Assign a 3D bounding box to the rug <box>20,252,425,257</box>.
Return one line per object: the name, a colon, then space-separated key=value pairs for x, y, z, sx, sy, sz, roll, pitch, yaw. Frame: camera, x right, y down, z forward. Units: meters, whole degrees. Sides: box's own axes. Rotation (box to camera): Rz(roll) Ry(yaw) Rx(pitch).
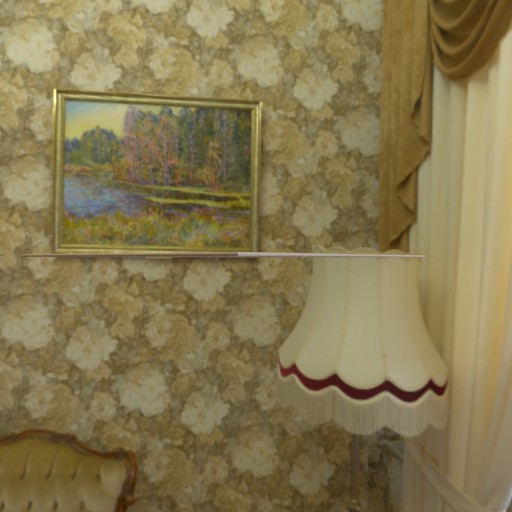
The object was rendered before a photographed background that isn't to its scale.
rug: x=0.000 y=0.000 z=2.897 sx=1.528 sy=0.014 sz=2.294 roll=0 pitch=0 yaw=36
